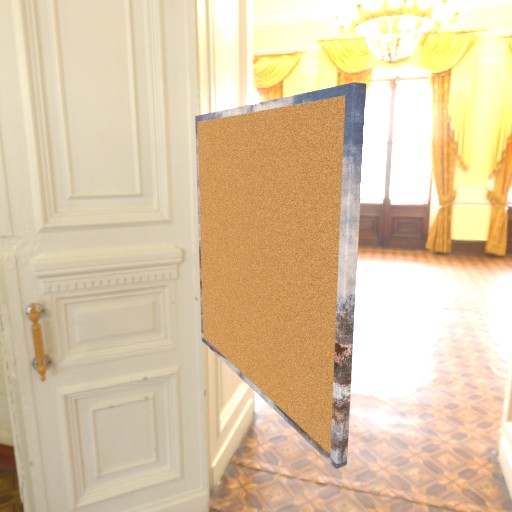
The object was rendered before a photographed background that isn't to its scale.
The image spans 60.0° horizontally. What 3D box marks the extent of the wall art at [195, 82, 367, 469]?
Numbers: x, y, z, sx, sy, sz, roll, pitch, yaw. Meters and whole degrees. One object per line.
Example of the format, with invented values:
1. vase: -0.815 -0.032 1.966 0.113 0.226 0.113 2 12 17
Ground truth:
1. wall art: 0.000 0.000 1.566 0.040 1.020 1.010 -7 14 -28
